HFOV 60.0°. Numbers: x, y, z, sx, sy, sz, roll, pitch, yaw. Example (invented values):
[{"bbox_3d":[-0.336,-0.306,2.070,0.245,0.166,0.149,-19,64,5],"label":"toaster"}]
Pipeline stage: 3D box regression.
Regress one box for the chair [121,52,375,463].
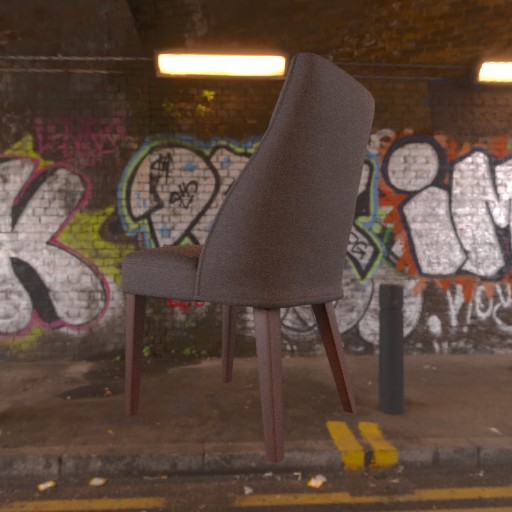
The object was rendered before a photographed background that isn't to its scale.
[{"bbox_3d":[0.000,0.000,1.289,0.620,0.930,0.500,0,0,37],"label":"chair"}]
